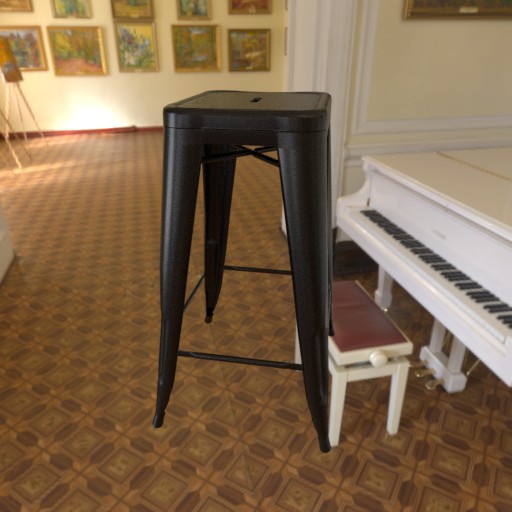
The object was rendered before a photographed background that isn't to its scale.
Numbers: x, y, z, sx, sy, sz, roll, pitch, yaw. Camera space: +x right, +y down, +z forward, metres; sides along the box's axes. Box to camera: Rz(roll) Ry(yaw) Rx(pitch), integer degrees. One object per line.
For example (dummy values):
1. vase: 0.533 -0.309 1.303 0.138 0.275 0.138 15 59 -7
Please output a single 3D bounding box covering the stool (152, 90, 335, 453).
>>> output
1. stool: 0.000 0.000 0.903 0.423 0.609 0.455 0 26 -1
